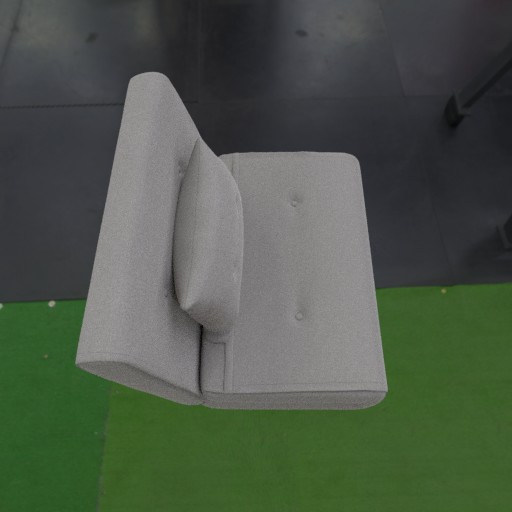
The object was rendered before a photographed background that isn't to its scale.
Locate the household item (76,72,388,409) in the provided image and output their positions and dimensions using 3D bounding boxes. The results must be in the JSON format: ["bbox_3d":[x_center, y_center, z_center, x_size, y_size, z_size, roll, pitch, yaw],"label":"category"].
[{"bbox_3d":[0.000,0.000,1.604,0.874,0.800,1.000,0,63,0],"label":"household item"}]
